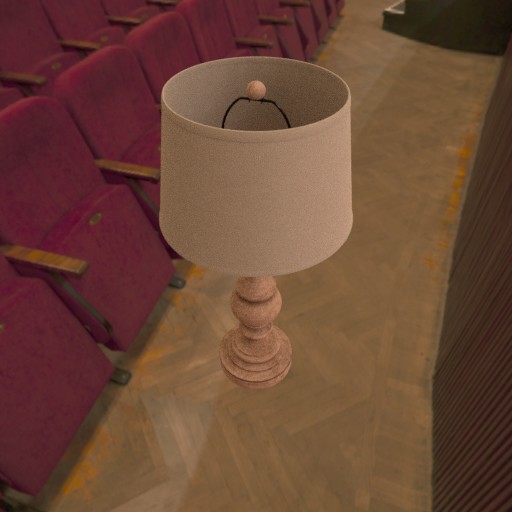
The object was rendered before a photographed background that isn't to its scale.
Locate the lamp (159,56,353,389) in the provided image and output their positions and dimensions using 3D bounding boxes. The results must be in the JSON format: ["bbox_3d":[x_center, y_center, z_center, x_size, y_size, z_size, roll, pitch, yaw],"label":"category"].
[{"bbox_3d":[0.000,0.000,0.863,0.340,0.678,0.340,0,42,0],"label":"lamp"}]
